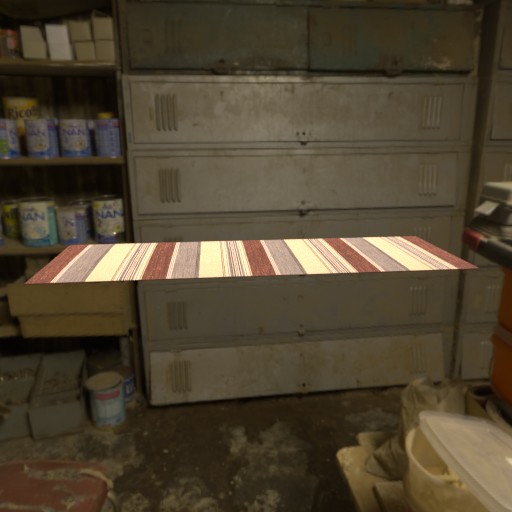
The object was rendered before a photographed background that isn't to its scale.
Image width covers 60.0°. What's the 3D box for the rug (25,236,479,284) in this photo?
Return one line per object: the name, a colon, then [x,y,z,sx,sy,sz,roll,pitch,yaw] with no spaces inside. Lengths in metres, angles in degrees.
rug: [0.000,0.000,2.744,2.437,0.006,0.792,-2,16,-6]
